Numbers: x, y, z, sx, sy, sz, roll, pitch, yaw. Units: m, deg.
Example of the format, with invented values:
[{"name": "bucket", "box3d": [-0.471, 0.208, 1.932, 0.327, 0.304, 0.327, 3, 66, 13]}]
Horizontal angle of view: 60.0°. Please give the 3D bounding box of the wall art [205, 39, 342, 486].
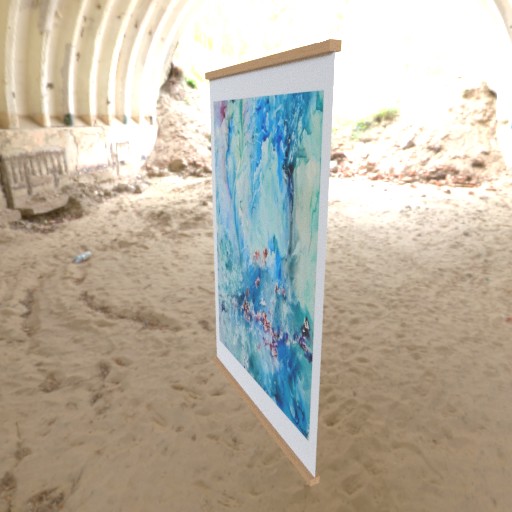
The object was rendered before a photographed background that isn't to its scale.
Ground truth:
[{"name": "wall art", "box3d": [0.000, 0.000, 1.858, 0.040, 1.510, 0.991, -8, 19, -25]}]
